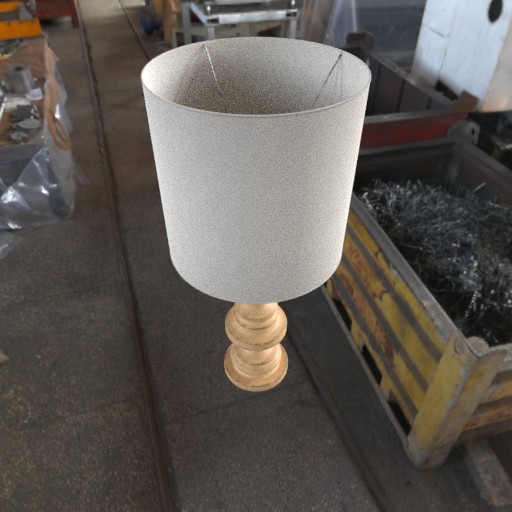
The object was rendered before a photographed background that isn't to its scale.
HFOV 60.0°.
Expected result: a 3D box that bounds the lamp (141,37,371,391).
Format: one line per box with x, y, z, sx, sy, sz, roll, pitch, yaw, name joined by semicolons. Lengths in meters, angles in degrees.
0.000;0.000;0.557;0.208;0.455;0.208;27;48;27;lamp
